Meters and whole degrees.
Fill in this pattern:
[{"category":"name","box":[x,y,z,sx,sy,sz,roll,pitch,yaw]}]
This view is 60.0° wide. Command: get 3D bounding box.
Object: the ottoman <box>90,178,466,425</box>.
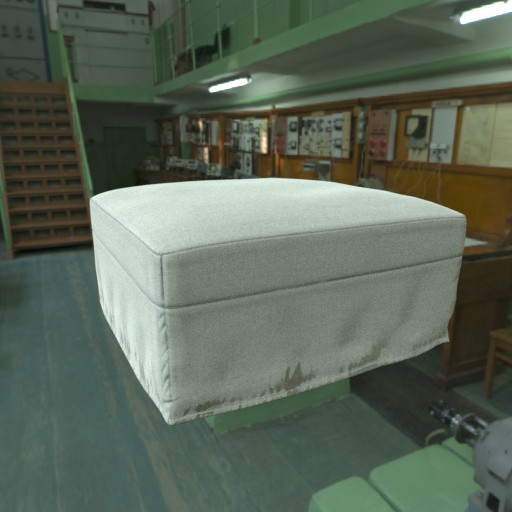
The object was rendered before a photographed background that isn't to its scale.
[{"category":"ottoman","box":[0.000,0.000,1.346,0.840,0.436,0.843,-8,17,-27]}]
